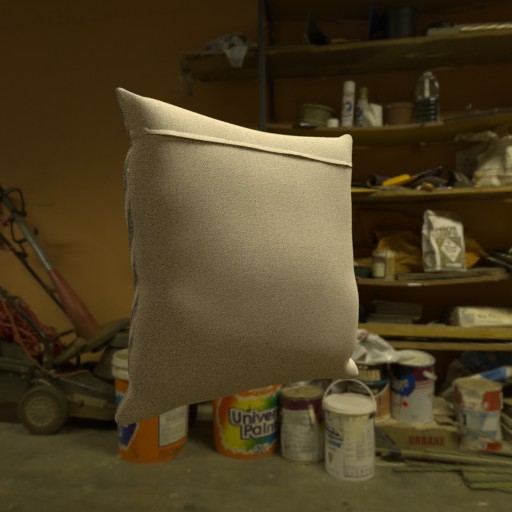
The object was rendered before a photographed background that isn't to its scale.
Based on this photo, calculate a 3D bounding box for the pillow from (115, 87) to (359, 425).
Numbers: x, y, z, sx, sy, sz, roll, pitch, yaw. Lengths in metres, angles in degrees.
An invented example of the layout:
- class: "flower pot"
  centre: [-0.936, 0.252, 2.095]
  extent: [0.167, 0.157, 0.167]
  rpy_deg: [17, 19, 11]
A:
- class: "pillow"
  centre: [0.000, 0.000, 0.687]
  extent: [0.440, 0.441, 0.182]
  rpy_deg: [0, 0, -35]
